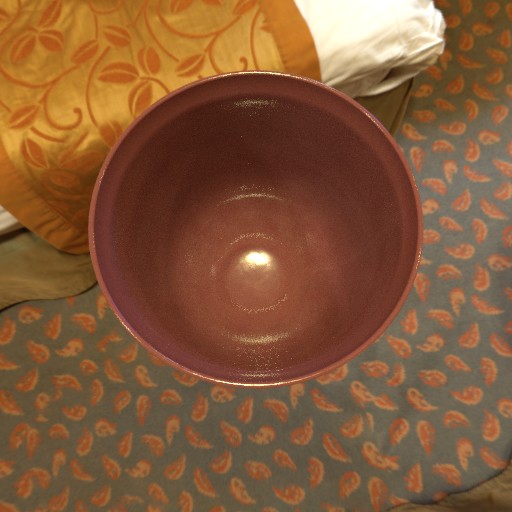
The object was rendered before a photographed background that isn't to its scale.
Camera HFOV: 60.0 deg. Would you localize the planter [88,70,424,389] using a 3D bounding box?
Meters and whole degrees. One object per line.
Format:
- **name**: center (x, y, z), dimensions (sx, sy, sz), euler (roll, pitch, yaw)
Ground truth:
- **planter**: center (0.000, 0.000, 0.482), dimensions (0.266, 0.270, 0.266), euler (0, 76, 0)
